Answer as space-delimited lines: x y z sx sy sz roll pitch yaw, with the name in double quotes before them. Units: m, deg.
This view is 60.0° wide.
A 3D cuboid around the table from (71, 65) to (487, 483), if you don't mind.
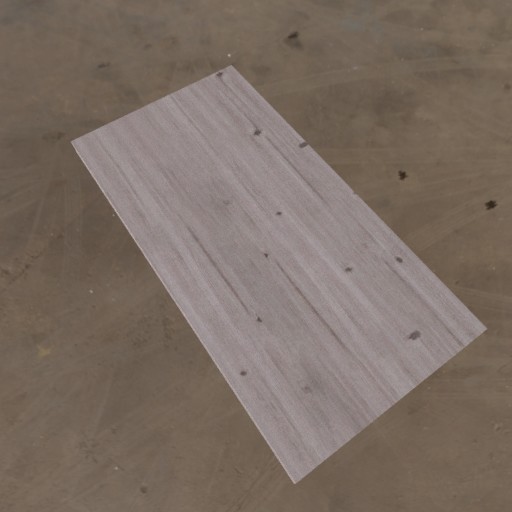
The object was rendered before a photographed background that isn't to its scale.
"table" 0.000 0.000 1.651 0.700 0.450 1.350 -32 67 -15
